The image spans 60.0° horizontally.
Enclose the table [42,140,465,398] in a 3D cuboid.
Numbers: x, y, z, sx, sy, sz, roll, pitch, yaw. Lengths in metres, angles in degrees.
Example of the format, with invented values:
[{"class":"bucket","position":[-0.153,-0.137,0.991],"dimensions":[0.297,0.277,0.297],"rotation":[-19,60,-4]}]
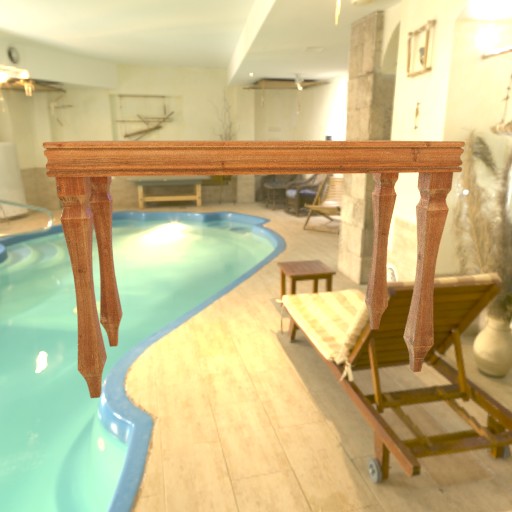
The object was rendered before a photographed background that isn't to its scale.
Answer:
[{"class":"table","position":[0.000,0.000,1.740],"dimensions":[1.330,0.873,0.522],"rotation":[-2,15,-8]}]
